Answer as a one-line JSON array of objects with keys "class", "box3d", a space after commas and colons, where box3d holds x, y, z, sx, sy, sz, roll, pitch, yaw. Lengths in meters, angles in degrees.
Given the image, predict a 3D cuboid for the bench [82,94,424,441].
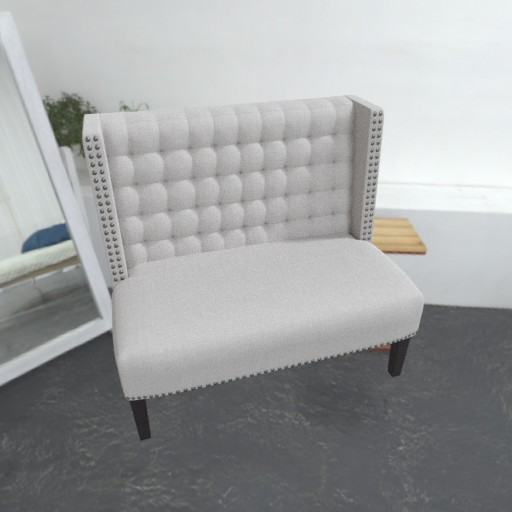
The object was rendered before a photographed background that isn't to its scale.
[{"class": "bench", "box3d": [0.000, 0.000, 1.962, 1.280, 1.123, 0.847, -9, 34, -14]}]
